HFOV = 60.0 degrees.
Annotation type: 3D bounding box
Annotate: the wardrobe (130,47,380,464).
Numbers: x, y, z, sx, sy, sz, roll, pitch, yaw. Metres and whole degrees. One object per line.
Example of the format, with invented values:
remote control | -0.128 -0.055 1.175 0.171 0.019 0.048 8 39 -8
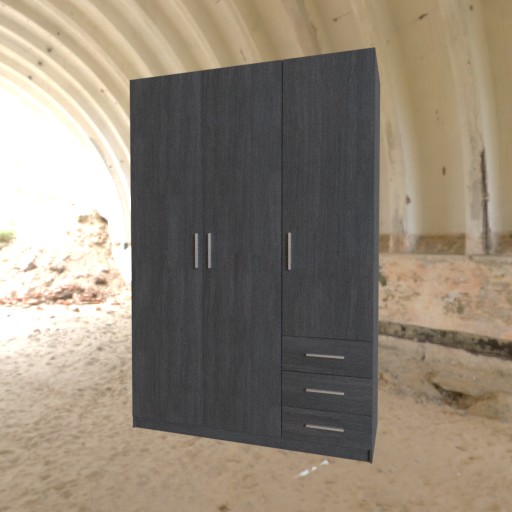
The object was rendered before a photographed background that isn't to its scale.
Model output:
wardrobe | 0.000 0.000 2.455 1.290 1.910 0.510 1 2 18
